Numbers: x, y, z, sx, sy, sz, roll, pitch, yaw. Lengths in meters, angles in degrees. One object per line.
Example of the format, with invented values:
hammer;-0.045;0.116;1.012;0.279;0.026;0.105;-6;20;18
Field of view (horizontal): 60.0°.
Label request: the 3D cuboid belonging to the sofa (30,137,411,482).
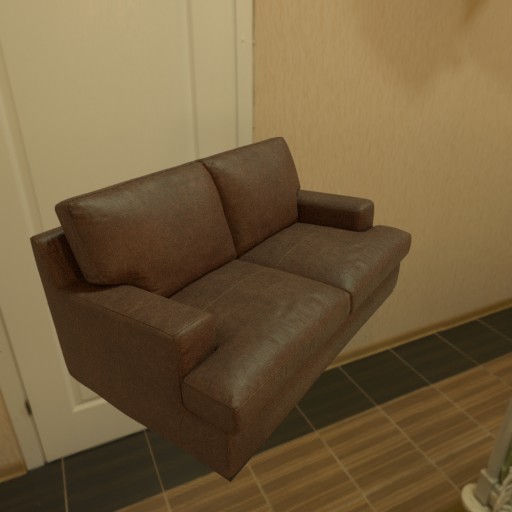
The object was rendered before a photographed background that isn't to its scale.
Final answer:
sofa;0.000;0.000;2.390;1.143;0.939;1.880;18;31;31
